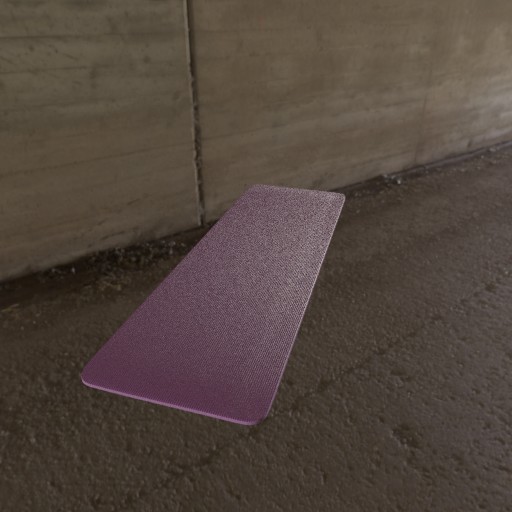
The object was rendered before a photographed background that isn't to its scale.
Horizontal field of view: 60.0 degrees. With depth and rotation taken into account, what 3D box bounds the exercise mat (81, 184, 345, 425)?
[{"bbox_3d":[0.000,0.000,2.086,0.616,0.021,1.869,9,30,15],"label":"exercise mat"}]
